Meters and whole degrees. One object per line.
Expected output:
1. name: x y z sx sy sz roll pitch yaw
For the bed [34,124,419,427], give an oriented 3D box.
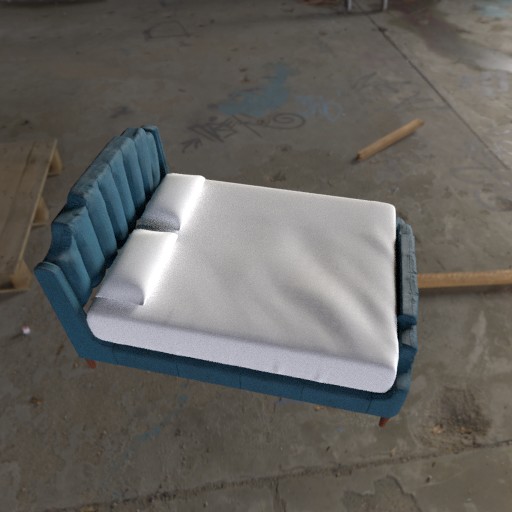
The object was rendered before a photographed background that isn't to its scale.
1. bed: 0.000 0.000 3.312 2.322 1.351 1.676 9 47 8
